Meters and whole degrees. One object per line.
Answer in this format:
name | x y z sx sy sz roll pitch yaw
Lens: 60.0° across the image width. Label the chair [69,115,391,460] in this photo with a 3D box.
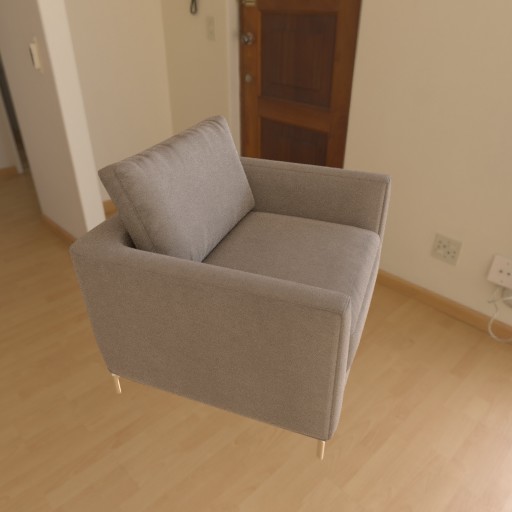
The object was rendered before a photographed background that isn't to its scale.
chair | 0.000 0.000 1.693 0.889 0.864 1.041 11 32 18
